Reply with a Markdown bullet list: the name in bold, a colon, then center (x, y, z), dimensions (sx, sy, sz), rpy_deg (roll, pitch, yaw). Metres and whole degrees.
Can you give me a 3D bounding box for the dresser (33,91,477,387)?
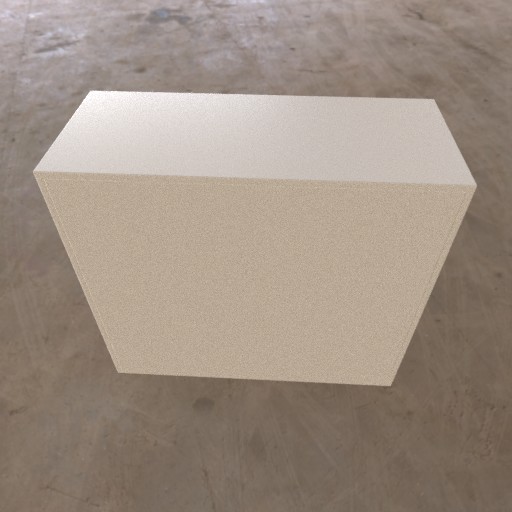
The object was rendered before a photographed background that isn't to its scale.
- **dresser**: center (0.000, 0.000, 1.609), dimensions (1.100, 1.000, 0.460), rpy_deg (2, 45, 2)
